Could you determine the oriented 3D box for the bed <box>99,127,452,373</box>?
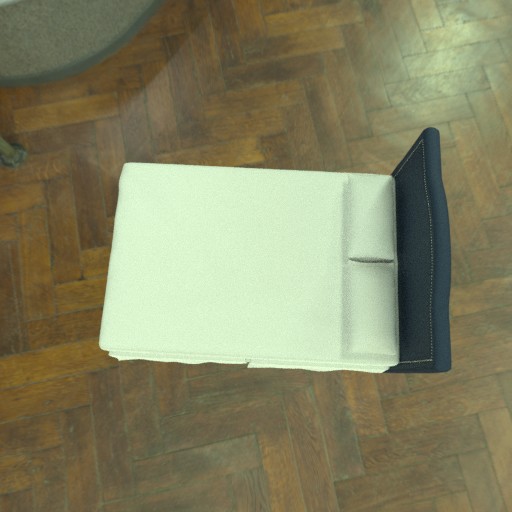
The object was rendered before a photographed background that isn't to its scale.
[{"bbox_3d":[0.000,0.000,3.548,2.507,1.441,1.741,3,76,1],"label":"bed"}]
